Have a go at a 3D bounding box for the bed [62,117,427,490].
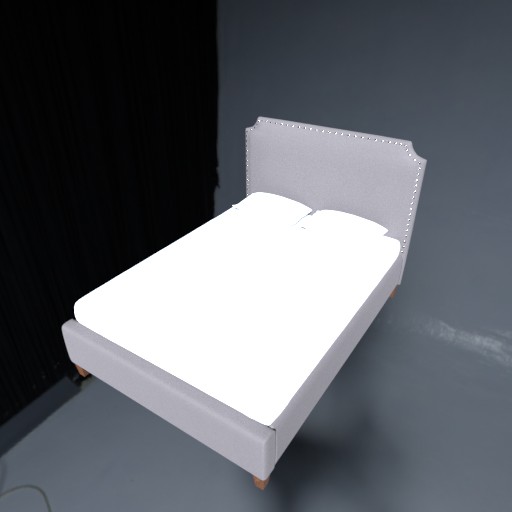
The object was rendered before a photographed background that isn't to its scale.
[{"bbox_3d":[0.000,0.000,3.374,1.713,1.443,2.372,19,36,28],"label":"bed"}]
